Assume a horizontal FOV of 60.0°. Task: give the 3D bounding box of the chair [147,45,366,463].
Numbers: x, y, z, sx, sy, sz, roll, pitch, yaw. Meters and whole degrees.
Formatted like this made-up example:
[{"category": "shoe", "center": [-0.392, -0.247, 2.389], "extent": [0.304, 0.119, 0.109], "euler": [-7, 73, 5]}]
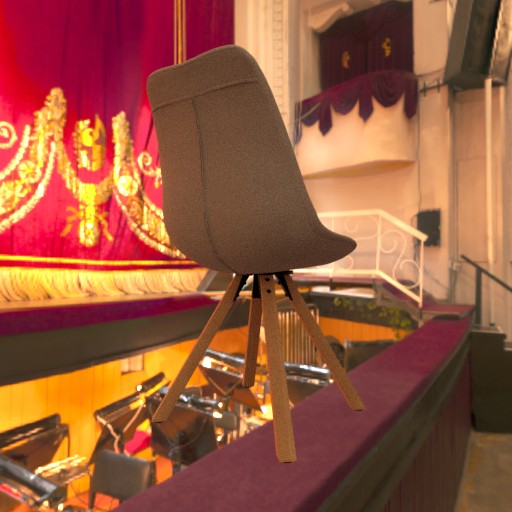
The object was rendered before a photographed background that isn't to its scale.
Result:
[{"category": "chair", "center": [0.000, 0.000, 1.181], "extent": [0.474, 0.863, 0.549], "euler": [0, -1, 36]}]
